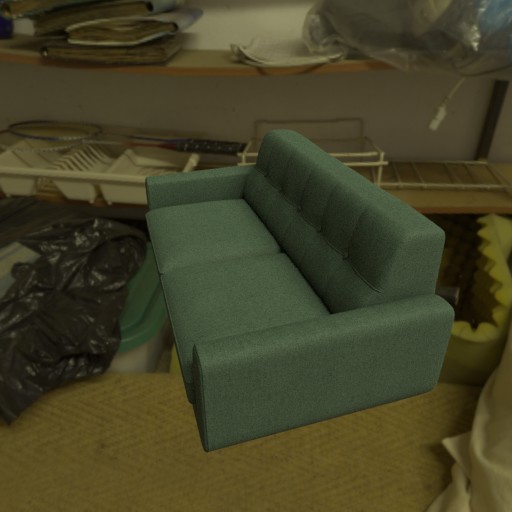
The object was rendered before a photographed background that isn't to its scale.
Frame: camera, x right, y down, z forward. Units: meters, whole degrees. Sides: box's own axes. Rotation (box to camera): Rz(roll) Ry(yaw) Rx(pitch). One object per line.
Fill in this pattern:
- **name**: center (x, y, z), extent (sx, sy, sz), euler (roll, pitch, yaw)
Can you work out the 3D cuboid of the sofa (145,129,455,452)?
- **sofa**: center (0.000, 0.000, 2.106), extent (0.909, 0.841, 1.631), euler (-9, 31, -15)
